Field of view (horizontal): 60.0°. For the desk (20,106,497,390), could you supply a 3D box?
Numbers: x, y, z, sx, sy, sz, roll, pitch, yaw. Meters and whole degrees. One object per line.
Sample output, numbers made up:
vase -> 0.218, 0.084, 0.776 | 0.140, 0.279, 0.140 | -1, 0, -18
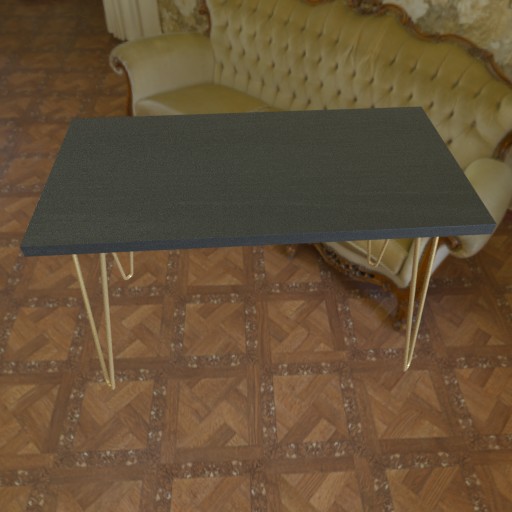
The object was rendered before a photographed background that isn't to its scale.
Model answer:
desk -> 0.000, 0.000, 1.328 | 0.991, 0.660, 0.499 | -3, 47, -3
